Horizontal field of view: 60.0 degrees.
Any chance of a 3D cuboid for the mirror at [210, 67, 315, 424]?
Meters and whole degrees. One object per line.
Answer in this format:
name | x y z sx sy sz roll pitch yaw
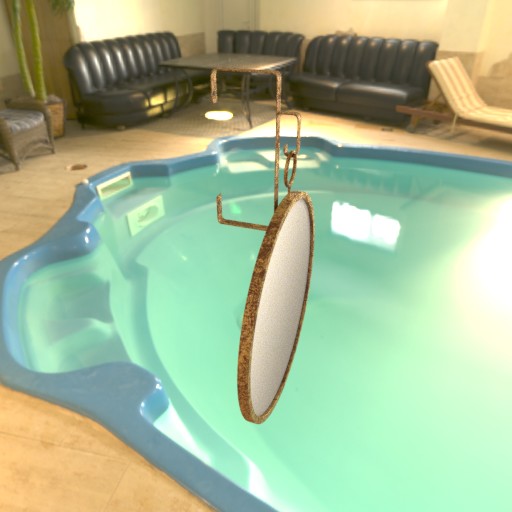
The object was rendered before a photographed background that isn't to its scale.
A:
mirror | 0.000 0.000 0.834 0.144 0.651 0.447 10 32 17
